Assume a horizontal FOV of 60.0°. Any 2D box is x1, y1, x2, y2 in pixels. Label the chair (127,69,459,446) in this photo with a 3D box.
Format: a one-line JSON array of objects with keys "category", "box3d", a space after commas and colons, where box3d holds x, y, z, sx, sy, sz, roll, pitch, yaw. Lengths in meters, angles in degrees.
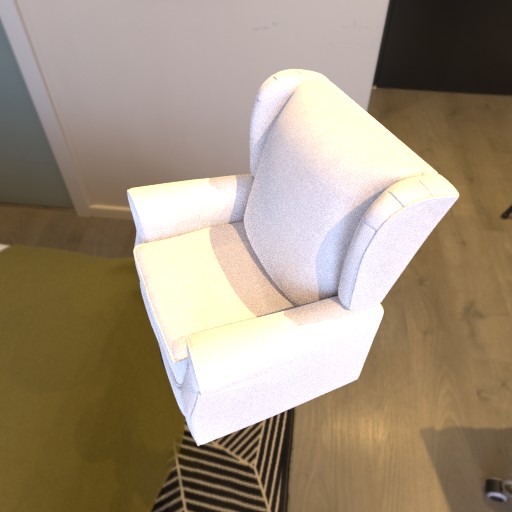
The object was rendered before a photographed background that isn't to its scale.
[{"category": "chair", "box3d": [0.000, 0.000, 1.618, 0.854, 0.967, 0.906, -18, 50, -16]}]
